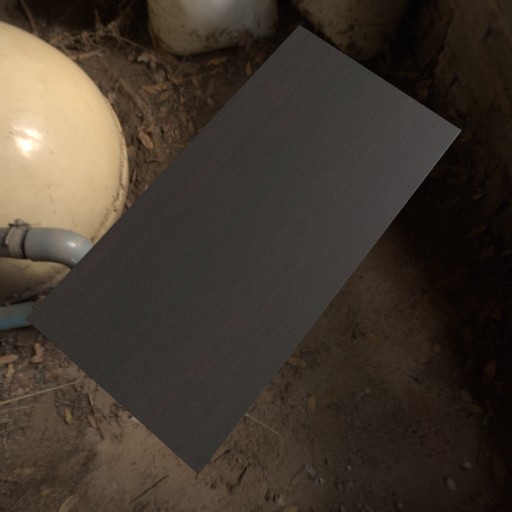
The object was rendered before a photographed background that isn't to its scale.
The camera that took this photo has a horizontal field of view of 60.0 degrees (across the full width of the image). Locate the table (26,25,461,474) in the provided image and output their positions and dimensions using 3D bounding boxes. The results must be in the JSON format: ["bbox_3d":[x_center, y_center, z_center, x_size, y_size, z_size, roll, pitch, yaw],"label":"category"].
[{"bbox_3d":[0.000,0.000,1.347,0.499,0.660,0.991,38,78,9],"label":"table"}]
